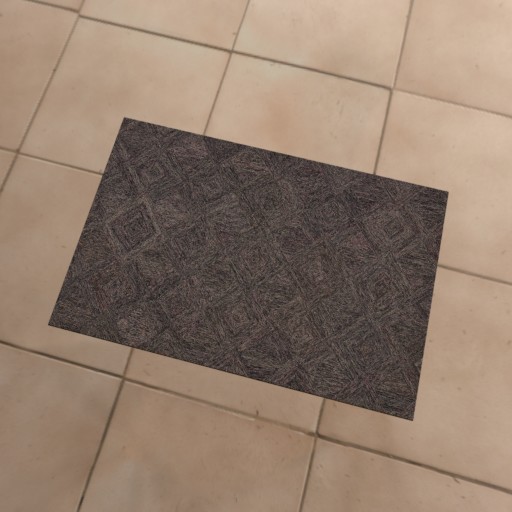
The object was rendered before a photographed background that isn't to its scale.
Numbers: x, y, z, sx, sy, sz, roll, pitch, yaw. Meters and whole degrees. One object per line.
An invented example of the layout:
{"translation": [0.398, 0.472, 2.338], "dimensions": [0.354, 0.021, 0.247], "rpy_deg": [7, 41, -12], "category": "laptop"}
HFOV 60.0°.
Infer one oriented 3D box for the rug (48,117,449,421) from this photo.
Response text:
{"translation": [0.000, 0.000, 2.873], "dimensions": [2.298, 0.017, 1.501], "rpy_deg": [14, 76, 3], "category": "rug"}
